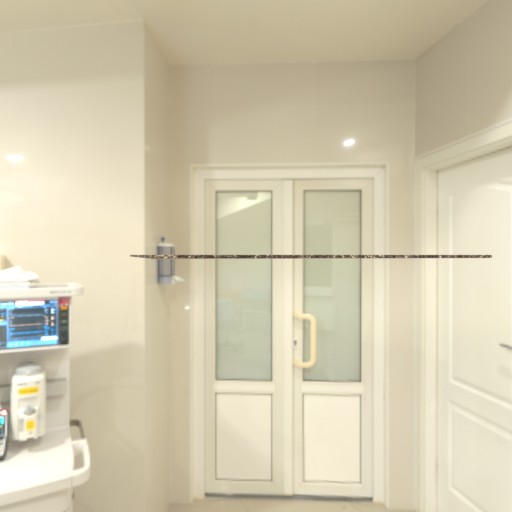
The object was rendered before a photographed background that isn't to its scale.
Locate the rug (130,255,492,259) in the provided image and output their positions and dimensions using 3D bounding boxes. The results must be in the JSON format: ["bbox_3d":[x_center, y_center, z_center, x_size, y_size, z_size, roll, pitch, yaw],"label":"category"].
[{"bbox_3d":[0.000,0.000,2.257,1.186,0.012,1.814,0,0,-18],"label":"rug"}]
